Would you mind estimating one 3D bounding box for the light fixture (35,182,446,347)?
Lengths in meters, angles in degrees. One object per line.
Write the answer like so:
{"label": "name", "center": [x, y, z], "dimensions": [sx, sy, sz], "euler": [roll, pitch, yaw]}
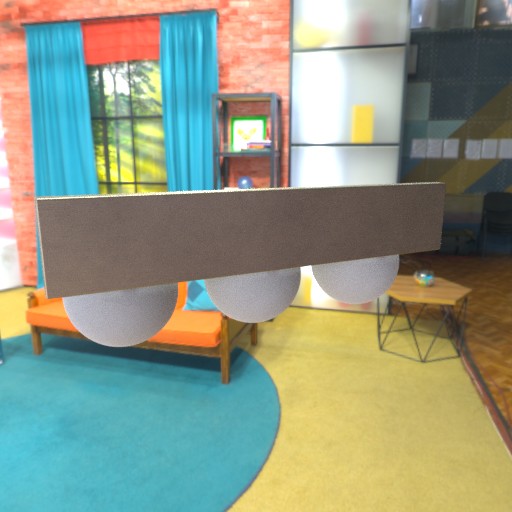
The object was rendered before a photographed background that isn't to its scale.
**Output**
{"label": "light fixture", "center": [0.000, 0.000, 0.831], "dimensions": [0.721, 0.263, 0.218], "euler": [-6, 14, -26]}
